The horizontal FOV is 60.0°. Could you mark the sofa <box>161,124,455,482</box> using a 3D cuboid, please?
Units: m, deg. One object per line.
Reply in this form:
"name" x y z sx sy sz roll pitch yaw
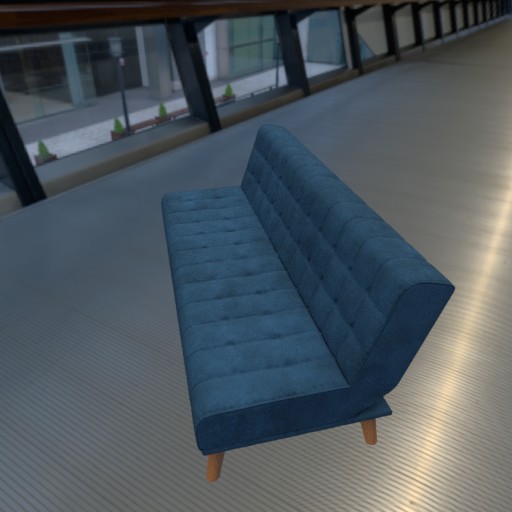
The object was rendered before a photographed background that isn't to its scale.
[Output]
"sofa" 0.000 0.000 2.240 0.855 0.813 1.804 -7 33 -12
